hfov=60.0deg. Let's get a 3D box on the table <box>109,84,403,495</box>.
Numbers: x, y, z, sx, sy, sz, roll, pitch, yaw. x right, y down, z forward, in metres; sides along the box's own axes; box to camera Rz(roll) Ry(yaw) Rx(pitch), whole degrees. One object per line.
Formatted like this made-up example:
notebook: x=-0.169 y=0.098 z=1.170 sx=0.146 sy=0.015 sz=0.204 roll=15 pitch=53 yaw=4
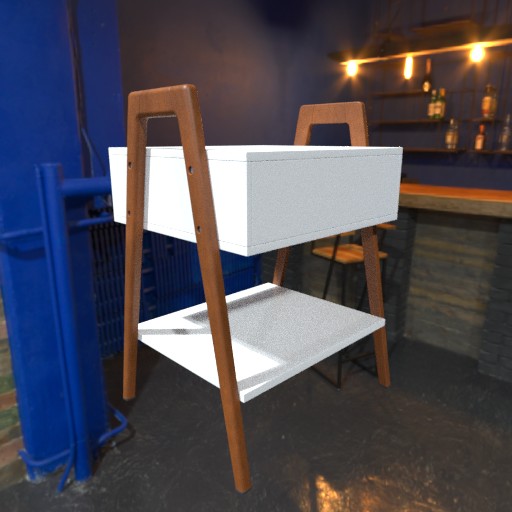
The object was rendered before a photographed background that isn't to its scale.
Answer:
table: x=0.000 y=0.000 z=0.904 sx=0.457 sy=0.610 sz=0.405 roll=-14 pitch=20 yaw=-43
